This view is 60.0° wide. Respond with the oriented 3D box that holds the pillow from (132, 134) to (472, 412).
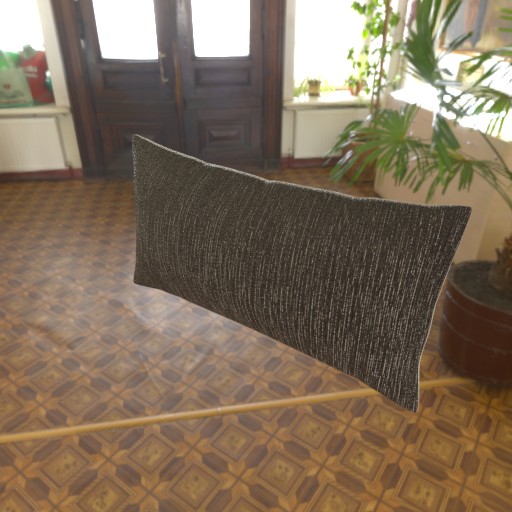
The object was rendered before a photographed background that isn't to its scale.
[{"bbox_3d":[0.000,0.000,0.741,0.608,0.305,0.156,19,35,30],"label":"pillow"}]
